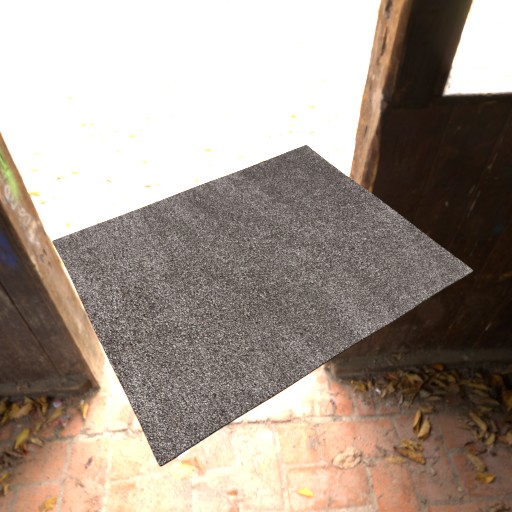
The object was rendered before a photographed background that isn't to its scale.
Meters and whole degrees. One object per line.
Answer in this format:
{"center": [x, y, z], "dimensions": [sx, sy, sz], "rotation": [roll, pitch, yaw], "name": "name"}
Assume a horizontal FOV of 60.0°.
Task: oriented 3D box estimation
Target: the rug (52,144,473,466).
{"center": [0.000, 0.000, 4.023], "dimensions": [3.000, 0.025, 2.401], "rotation": [-25, 52, -22], "name": "rug"}
